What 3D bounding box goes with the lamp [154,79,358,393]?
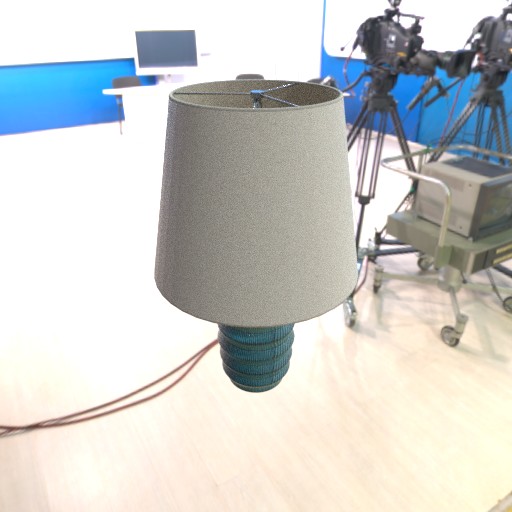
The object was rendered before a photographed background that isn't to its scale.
[{"bbox_3d":[0.000,0.000,0.557,0.254,0.392,0.254,0,29,0],"label":"lamp"}]
